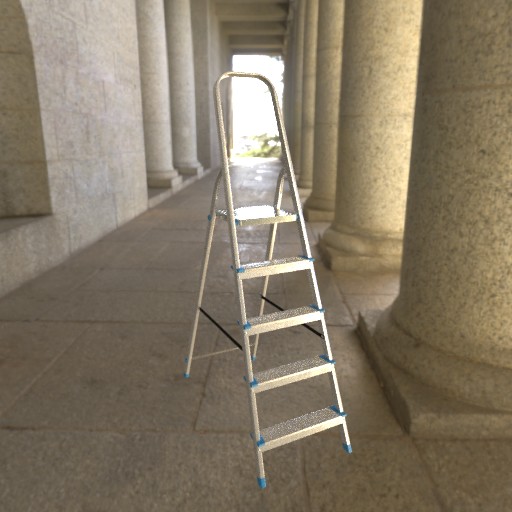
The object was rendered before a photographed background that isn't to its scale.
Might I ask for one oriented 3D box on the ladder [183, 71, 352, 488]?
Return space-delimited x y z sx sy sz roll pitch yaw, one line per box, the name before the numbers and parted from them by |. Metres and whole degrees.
ladder | 0.000 0.000 2.097 0.468 1.648 0.990 -8 17 -26
